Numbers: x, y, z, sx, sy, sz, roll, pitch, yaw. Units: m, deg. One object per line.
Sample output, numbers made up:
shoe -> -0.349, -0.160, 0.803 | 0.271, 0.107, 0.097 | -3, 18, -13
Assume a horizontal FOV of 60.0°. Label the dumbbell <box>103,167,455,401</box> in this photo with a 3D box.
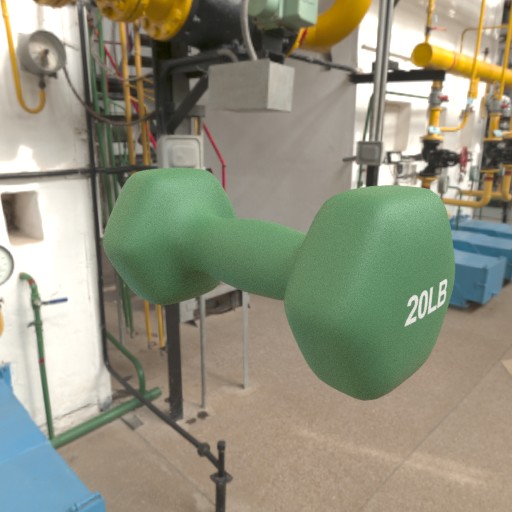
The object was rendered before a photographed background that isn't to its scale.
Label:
dumbbell -> 0.000, 0.000, 0.319 | 0.126, 0.114, 0.257 | -15, 21, -43
